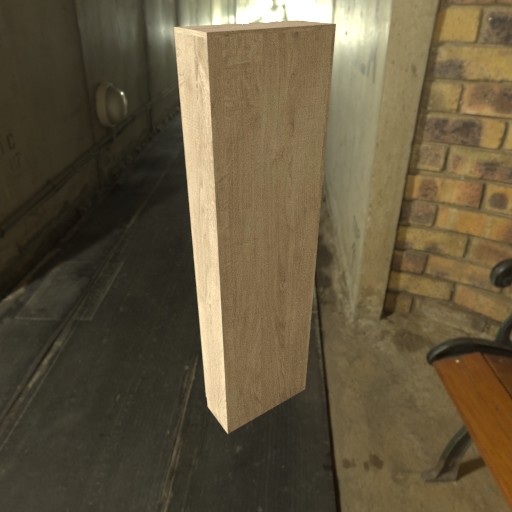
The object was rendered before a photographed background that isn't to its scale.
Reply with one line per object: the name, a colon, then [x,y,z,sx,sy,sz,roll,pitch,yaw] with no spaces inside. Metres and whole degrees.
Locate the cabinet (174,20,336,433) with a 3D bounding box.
cabinet: [0.000,0.000,1.932,0.500,1.790,0.230,-20,37,-29]
